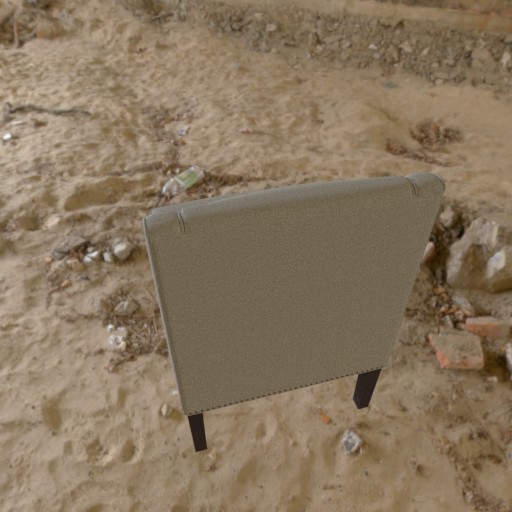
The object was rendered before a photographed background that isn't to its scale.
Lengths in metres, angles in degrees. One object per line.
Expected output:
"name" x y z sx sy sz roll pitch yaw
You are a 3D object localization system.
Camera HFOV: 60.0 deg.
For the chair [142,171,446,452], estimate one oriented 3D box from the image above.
"chair" 0.000 0.000 1.367 0.610 0.864 0.737 -10 42 -11
